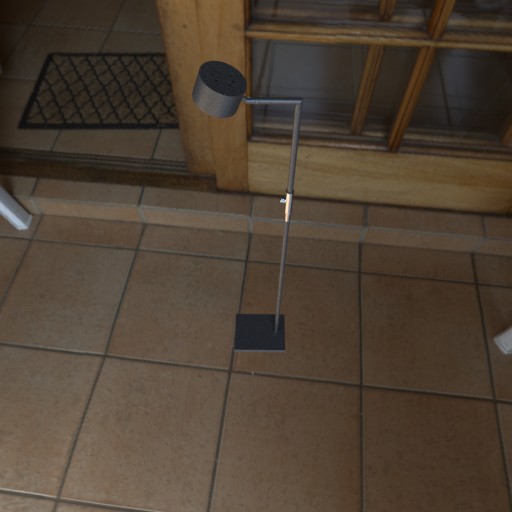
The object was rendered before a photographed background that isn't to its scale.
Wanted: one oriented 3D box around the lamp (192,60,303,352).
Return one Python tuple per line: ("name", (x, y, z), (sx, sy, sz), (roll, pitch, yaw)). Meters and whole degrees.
("lamp", (0.000, 0.000, 1.683), (0.304, 1.600, 0.203), (1, 58, 0))
